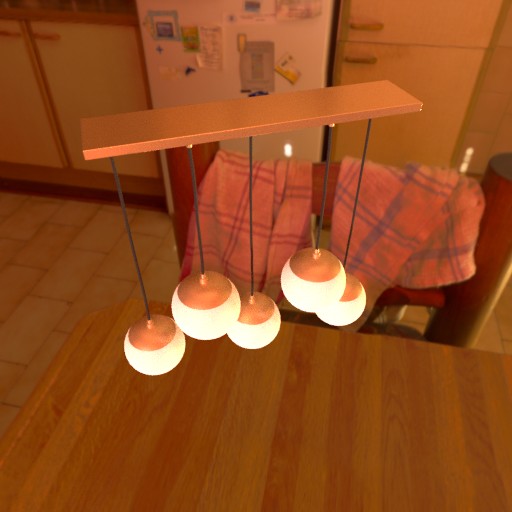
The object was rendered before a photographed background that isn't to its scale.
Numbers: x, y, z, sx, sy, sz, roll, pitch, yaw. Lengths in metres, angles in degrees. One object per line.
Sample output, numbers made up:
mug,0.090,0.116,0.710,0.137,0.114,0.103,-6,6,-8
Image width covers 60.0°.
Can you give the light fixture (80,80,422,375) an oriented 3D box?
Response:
light fixture,0.000,0.000,1.285,0.863,0.869,0.299,-12,42,-14
